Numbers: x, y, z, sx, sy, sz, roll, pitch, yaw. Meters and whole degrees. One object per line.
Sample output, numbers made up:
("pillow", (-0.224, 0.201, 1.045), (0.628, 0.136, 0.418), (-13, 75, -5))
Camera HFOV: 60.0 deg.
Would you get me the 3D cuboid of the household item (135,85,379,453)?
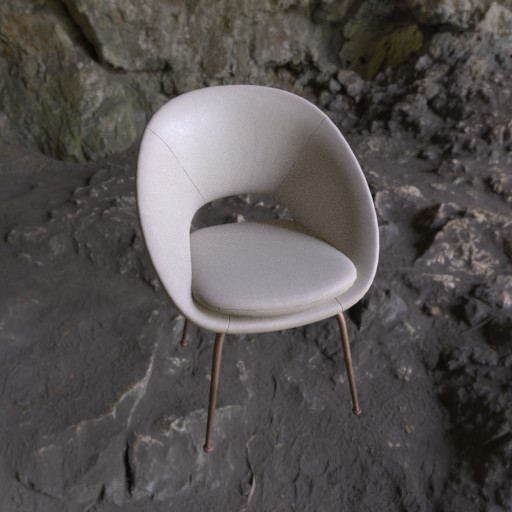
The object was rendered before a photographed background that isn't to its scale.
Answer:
("household item", (0.000, 0.000, 1.273), (0.623, 0.852, 0.573), (-8, 30, -14))
